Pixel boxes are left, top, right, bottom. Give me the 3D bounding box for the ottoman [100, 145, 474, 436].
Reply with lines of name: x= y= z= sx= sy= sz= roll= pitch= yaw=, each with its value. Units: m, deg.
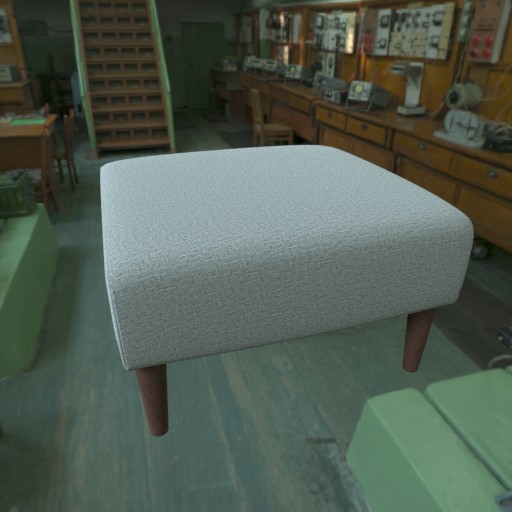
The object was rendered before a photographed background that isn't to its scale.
ottoman: x=0.000 y=0.000 z=1.040 sx=0.650 sy=0.398 sz=0.649 roll=-8 pitch=28 yaw=-16
